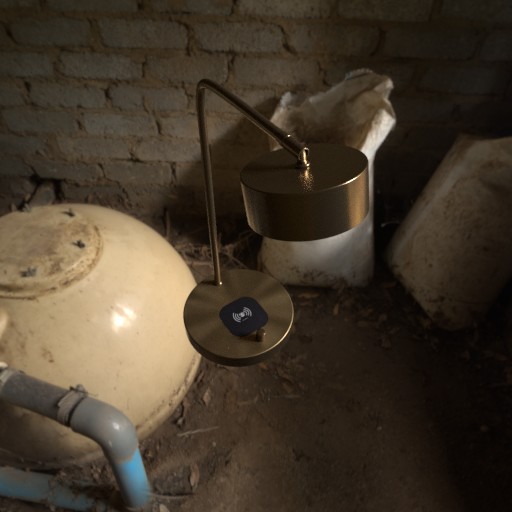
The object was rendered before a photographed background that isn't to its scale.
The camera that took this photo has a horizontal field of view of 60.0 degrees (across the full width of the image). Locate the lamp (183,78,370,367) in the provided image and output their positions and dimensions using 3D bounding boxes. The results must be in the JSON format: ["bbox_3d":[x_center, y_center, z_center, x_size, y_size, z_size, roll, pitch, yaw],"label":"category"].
[{"bbox_3d":[0.000,0.000,0.540,0.171,0.380,0.270,-25,51,-22],"label":"lamp"}]
